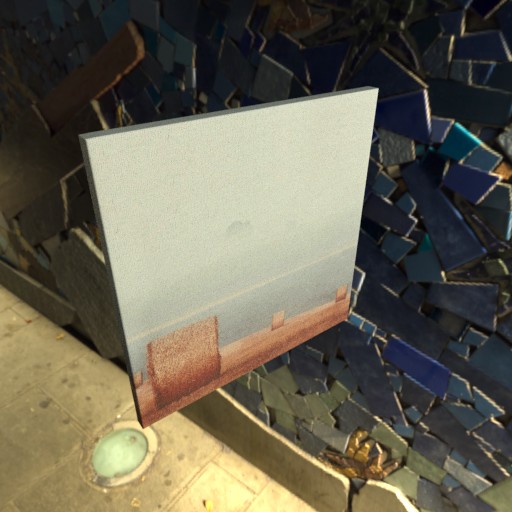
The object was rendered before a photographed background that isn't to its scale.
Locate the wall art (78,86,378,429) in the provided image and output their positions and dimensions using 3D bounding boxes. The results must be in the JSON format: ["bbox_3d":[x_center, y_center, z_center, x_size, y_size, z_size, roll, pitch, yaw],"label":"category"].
[{"bbox_3d":[0.000,0.000,0.925,0.605,0.605,0.034,-21,37,-31],"label":"wall art"}]
